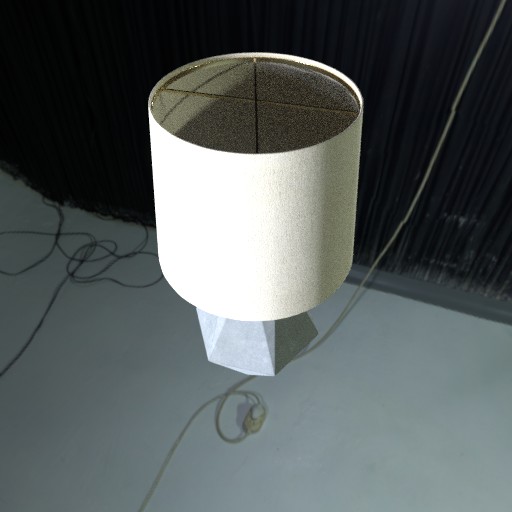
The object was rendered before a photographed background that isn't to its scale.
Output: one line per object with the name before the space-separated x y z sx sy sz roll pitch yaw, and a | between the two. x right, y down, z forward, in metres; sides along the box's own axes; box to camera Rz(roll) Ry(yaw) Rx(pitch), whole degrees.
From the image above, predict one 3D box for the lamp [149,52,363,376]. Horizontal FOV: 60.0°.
lamp | 0.000 0.000 0.658 0.276 0.501 0.276 0 46 0
